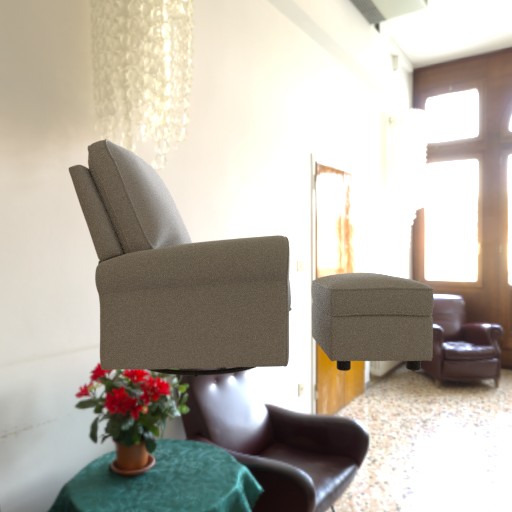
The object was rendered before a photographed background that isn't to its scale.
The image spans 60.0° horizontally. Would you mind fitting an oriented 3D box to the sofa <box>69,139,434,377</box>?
[{"bbox_3d":[0.000,0.000,2.076,1.478,0.959,0.880,0,1,-1],"label":"sofa"}]
